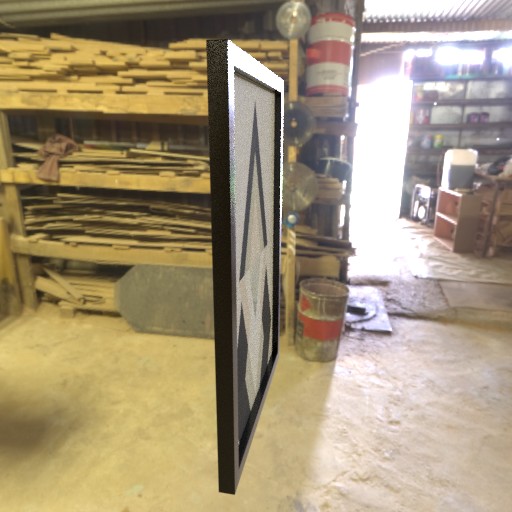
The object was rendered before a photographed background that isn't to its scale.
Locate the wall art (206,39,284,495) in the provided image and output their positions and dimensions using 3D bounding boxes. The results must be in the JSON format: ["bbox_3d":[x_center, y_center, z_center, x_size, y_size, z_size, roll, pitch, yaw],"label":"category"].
[{"bbox_3d":[0.000,0.000,0.573,0.019,0.455,0.314,3,16,11],"label":"wall art"}]
